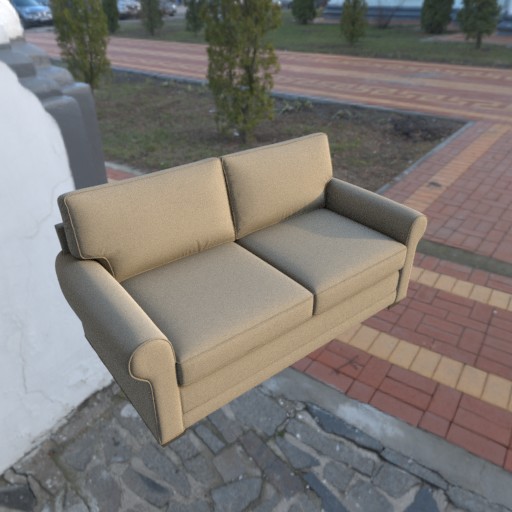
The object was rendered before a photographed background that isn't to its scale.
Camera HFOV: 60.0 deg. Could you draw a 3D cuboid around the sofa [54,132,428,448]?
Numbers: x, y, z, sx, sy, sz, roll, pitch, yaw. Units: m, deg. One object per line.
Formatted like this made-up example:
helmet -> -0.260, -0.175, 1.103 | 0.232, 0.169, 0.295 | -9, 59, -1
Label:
sofa -> 0.000, 0.000, 2.426 | 1.930, 0.952, 0.940 | -22, 37, -32
